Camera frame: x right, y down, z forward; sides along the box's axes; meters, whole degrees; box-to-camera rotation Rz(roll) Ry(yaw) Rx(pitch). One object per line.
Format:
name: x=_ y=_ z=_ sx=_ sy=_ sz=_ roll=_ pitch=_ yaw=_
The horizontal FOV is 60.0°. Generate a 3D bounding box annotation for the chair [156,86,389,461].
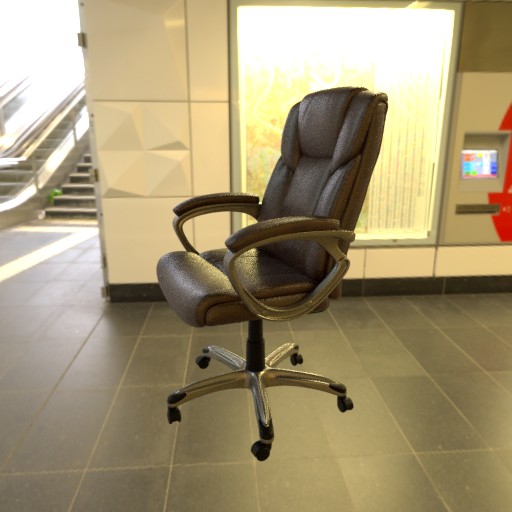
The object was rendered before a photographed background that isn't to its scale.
chair: x=0.000 y=0.000 z=1.554 sx=0.692 sy=1.128 sz=0.656 roll=-7 pitch=17 yaw=-23
